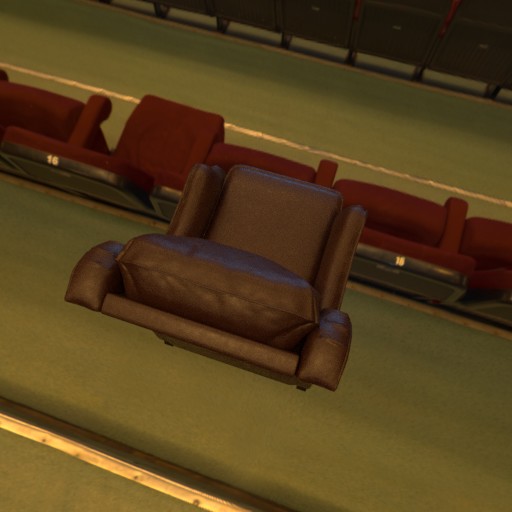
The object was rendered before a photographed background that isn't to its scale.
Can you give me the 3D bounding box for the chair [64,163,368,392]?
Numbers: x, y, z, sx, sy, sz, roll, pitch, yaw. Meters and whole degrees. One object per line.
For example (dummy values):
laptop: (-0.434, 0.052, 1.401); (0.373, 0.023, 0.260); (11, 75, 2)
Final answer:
chair: (0.000, 0.000, 1.733); (0.770, 1.132, 0.982); (17, 66, 8)
